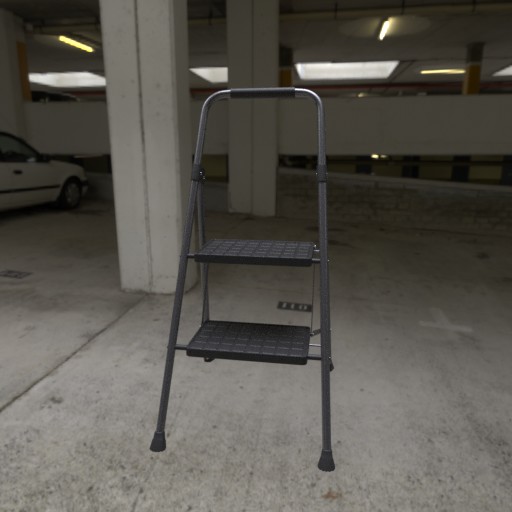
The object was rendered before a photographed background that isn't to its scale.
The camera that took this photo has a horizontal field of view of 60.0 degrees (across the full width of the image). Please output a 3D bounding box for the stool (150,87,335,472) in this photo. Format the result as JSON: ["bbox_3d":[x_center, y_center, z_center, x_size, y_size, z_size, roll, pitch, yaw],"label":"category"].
[{"bbox_3d":[0.000,0.000,1.183,0.450,0.872,0.514,2,14,9],"label":"stool"}]
